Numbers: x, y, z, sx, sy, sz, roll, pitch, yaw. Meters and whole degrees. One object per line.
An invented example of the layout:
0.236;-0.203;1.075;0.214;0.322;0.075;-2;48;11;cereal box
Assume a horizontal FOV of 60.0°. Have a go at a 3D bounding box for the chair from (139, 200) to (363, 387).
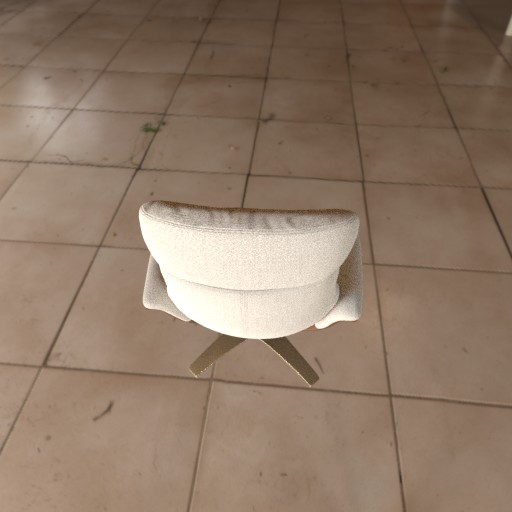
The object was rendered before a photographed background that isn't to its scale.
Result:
0.000;0.000;1.612;0.785;0.995;0.837;3;46;3;chair
